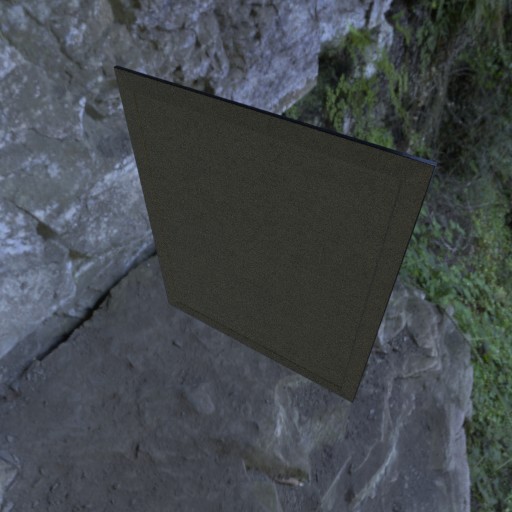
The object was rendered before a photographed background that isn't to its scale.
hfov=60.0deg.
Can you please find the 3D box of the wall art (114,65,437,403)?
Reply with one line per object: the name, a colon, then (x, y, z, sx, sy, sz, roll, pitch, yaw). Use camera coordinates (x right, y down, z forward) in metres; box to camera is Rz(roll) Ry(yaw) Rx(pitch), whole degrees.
wall art: (0.000, 0.000, 0.625, 0.381, 0.457, 0.023, 24, 51, 21)
